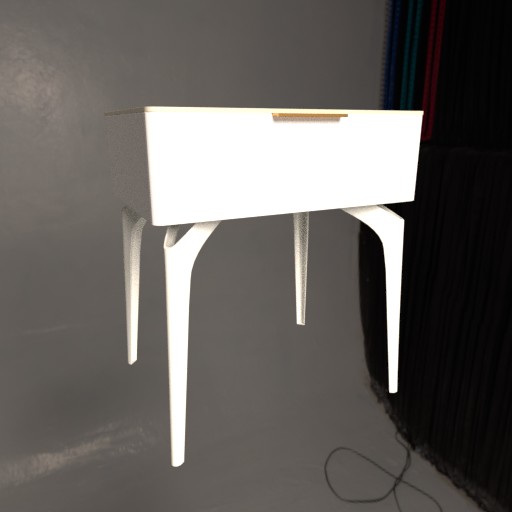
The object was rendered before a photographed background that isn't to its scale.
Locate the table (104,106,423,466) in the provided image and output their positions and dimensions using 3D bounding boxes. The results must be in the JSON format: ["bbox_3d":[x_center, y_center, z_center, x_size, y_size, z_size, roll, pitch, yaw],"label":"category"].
[{"bbox_3d":[0.000,0.000,0.921,0.500,0.570,0.400,-8,18,-25],"label":"table"}]
